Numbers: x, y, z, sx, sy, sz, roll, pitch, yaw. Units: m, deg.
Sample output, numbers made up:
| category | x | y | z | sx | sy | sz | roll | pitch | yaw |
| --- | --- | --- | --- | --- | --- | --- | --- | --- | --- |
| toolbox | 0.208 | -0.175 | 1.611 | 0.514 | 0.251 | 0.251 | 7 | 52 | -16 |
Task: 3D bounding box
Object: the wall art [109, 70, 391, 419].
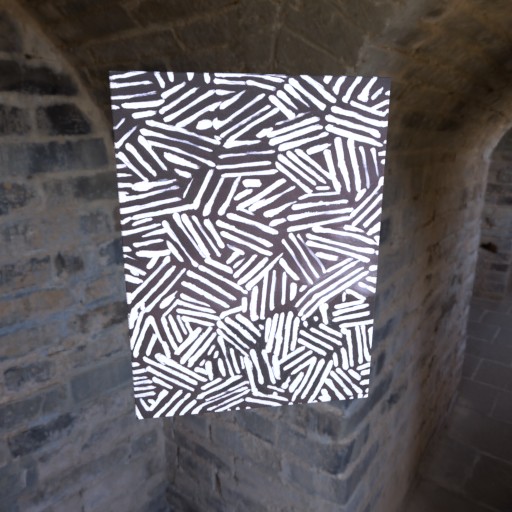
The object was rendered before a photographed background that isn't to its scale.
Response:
| category | x | y | z | sx | sy | sz | roll | pitch | yaw |
| --- | --- | --- | --- | --- | --- | --- | --- | --- | --- |
| wall art | 0.000 | 0.000 | 1.333 | 0.765 | 1.017 | 0.038 | -2 | 15 | -9 |
